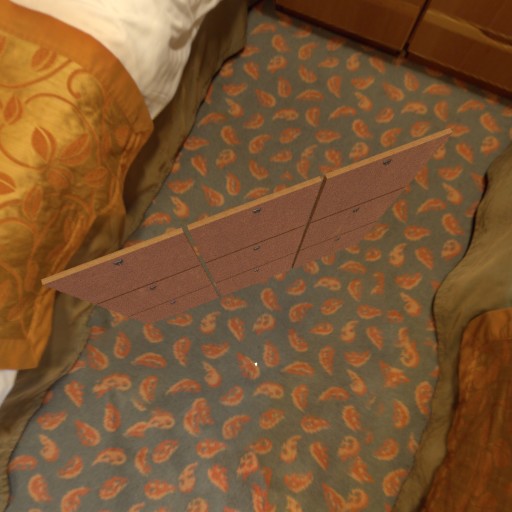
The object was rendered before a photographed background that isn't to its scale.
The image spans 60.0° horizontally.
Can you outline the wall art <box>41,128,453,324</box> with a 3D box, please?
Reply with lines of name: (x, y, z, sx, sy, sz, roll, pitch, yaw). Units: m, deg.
wall art: (0.000, 0.000, 1.364, 0.915, 0.913, 0.018, -21, 77, -5)
